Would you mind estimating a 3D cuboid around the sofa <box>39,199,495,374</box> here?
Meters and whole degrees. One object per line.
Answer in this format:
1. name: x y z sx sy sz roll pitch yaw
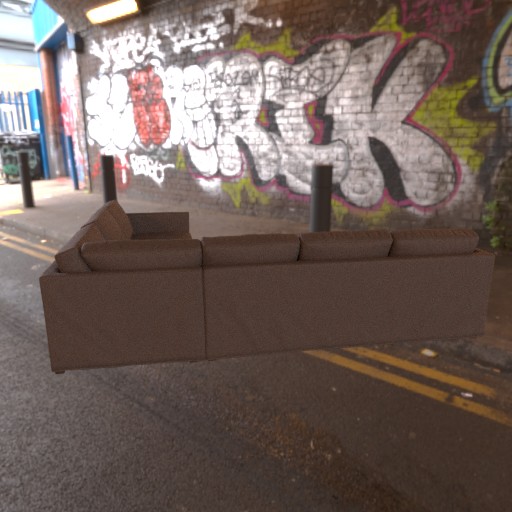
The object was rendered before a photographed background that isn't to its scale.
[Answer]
1. sofa: 0.000 0.000 4.211 3.182 0.871 2.432 -3 15 -10
